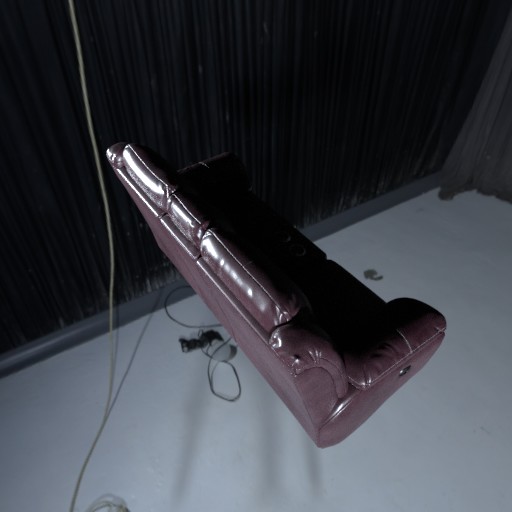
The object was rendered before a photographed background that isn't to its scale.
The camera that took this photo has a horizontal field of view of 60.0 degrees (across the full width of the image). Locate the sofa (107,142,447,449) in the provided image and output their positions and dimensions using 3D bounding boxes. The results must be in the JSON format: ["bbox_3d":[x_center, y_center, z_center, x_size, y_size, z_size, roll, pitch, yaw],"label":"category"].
[{"bbox_3d":[0.000,0.000,2.644,0.991,1.043,2.058,-24,47,-25],"label":"sofa"}]
